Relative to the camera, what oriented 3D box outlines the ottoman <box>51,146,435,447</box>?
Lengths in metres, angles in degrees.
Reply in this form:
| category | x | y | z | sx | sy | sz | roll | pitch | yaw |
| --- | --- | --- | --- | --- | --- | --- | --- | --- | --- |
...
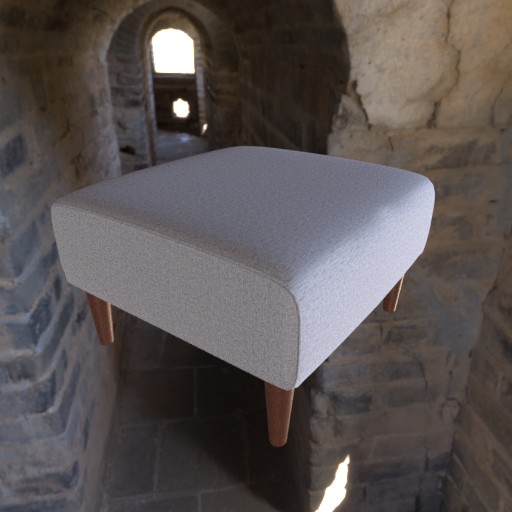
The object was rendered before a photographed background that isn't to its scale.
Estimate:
| category | x | y | z | sx | sy | sz | roll | pitch | yaw |
| --- | --- | --- | --- | --- | --- | --- | --- | --- | --- |
| ottoman | 0.000 | 0.000 | 1.071 | 0.648 | 0.399 | 0.655 | 18 | 31 | 32 |
